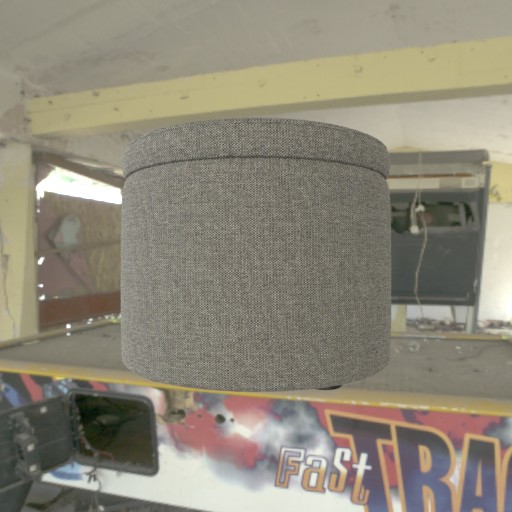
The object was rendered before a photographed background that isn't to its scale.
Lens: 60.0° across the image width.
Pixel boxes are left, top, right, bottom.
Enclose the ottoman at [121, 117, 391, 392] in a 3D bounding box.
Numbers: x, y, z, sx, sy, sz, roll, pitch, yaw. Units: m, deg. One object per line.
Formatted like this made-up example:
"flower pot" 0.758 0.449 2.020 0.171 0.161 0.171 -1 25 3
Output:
"ottoman" 0.000 0.000 0.891 0.520 0.430 0.520 0 0 0
